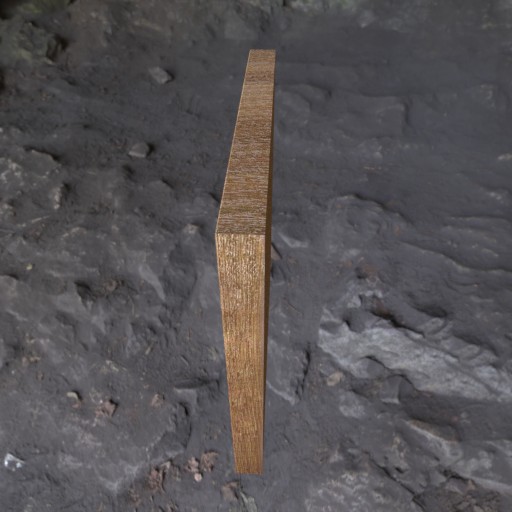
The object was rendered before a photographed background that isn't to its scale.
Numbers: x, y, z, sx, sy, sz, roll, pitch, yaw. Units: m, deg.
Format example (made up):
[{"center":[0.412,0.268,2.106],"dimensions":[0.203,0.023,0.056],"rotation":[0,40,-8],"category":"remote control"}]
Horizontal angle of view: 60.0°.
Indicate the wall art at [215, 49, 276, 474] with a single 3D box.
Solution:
[{"center":[0.000,0.000,0.596],"dimensions":[0.039,0.403,0.406],"rotation":[2,42,2],"category":"wall art"}]
